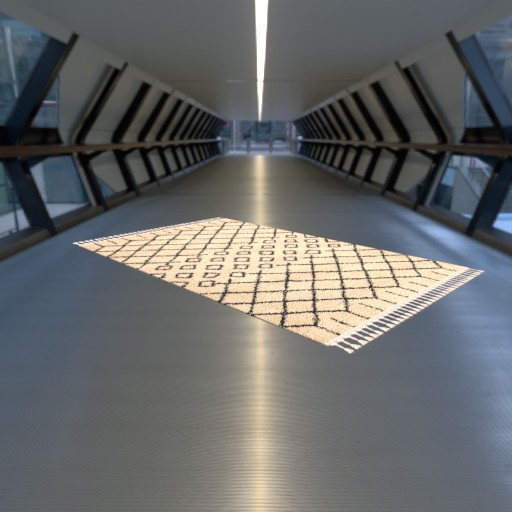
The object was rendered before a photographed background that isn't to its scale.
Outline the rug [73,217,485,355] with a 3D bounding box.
[{"bbox_3d":[0.000,0.000,2.460,2.006,0.008,1.196,15,22,43],"label":"rug"}]
